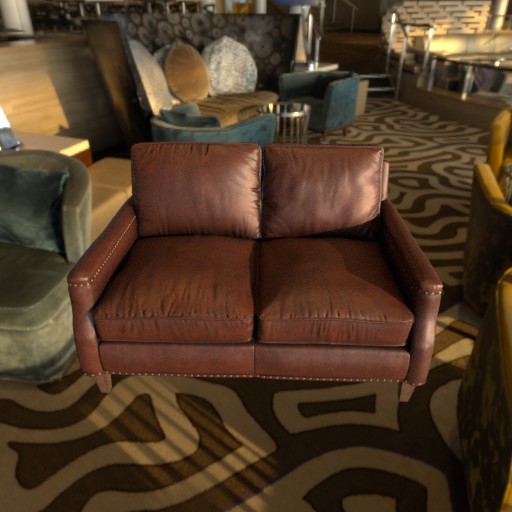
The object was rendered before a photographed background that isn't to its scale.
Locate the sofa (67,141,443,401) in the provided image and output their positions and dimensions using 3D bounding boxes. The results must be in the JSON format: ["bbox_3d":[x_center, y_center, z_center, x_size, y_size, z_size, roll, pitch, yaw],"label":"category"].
[{"bbox_3d":[0.000,0.000,2.312,1.628,1.003,1.083,1,30,2],"label":"sofa"}]
